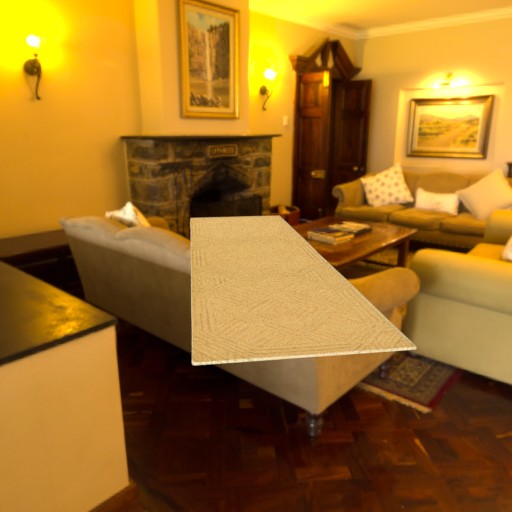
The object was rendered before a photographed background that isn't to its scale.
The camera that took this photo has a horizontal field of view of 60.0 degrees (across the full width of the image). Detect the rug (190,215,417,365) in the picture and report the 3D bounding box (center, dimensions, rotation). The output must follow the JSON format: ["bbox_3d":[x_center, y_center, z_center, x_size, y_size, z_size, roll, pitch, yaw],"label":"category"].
[{"bbox_3d":[0.000,0.000,2.640,0.775,0.012,2.452,-2,16,-8],"label":"rug"}]
